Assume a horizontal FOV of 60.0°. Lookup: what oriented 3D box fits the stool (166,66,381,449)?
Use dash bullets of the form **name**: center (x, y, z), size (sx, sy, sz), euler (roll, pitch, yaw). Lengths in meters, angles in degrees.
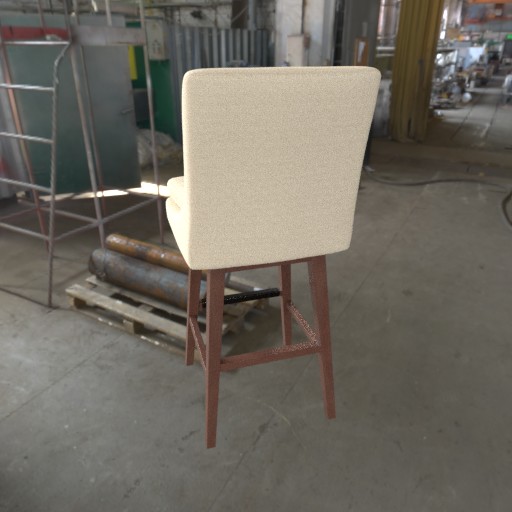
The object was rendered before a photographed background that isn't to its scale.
- **stool**: center (0.000, 0.000, 1.367), size (0.483, 1.093, 0.559), euler (-7, 26, -15)
